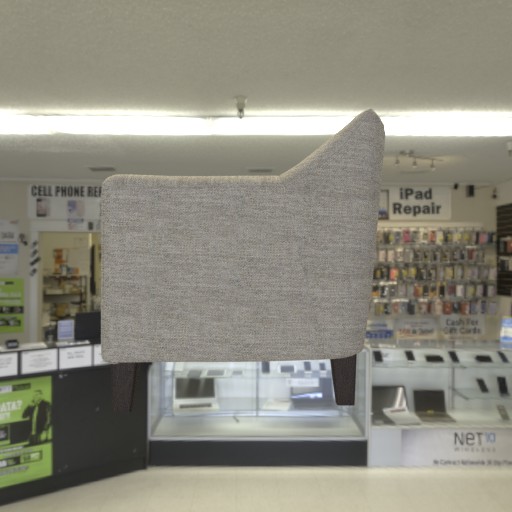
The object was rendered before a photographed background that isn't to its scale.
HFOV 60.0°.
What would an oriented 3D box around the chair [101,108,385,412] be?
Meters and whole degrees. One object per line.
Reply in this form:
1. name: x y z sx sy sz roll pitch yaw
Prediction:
1. chair: 0.000 0.000 1.441 0.758 0.761 0.796 0 0 1
